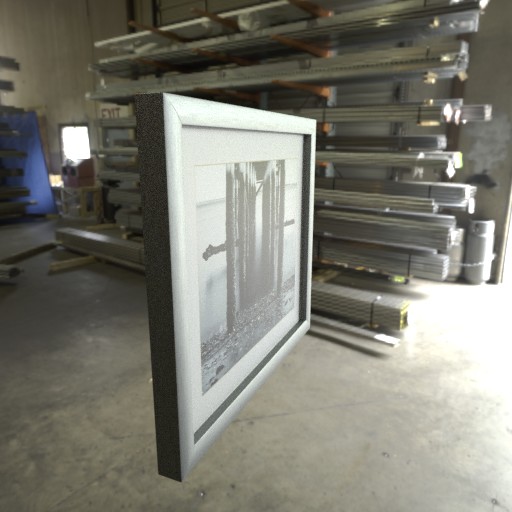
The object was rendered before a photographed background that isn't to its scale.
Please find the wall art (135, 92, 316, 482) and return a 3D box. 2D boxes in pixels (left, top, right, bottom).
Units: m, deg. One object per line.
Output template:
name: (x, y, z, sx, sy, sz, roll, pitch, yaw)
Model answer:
wall art: (0.000, 0.000, 0.530, 0.028, 0.330, 0.380, 6, 15, 23)
